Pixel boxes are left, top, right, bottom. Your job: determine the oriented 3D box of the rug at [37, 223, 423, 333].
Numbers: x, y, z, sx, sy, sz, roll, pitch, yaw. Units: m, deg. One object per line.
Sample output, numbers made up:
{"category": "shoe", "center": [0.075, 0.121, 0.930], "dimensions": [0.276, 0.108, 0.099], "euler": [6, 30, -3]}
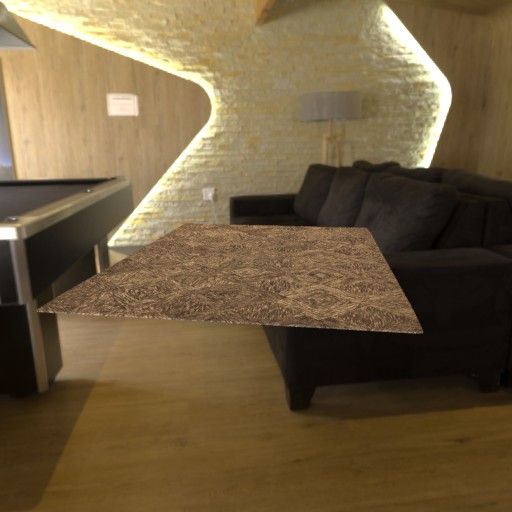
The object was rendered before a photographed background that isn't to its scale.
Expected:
{"category": "rug", "center": [0.000, 0.000, 5.268], "dimensions": [2.997, 0.020, 4.093], "euler": [2, 14, 8]}
